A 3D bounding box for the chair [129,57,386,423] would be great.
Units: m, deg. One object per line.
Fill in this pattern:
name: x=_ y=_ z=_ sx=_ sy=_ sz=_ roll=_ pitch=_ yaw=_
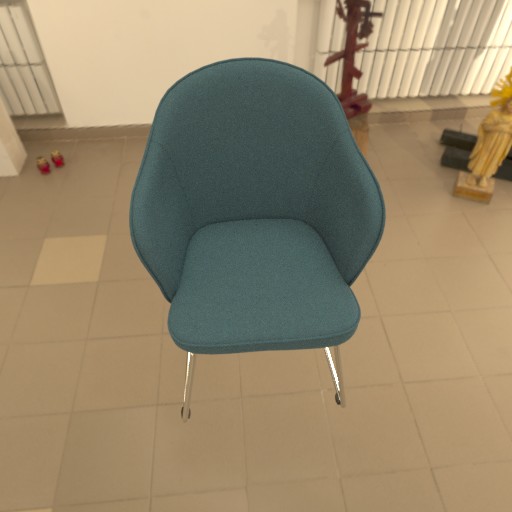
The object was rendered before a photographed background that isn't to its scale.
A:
chair: x=0.000 y=0.000 z=1.189 sx=0.570 sy=0.815 sz=0.585 roll=-4 pitch=47 yaw=-4
